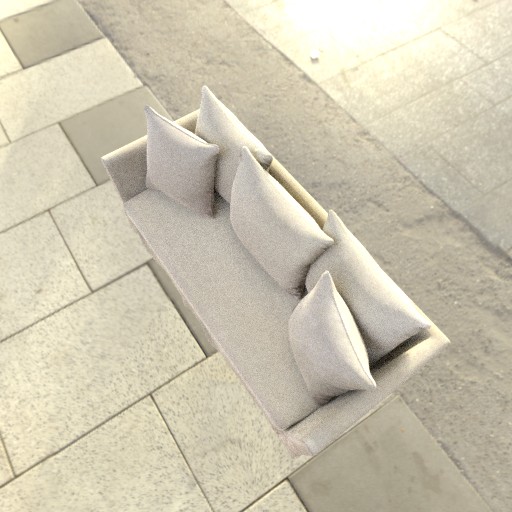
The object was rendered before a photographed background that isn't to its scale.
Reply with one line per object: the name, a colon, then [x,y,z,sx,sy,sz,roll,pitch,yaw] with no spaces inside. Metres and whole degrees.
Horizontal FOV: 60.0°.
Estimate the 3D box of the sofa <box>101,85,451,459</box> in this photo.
sofa: [0.000,0.000,2.885,1.031,1.034,2.290,-32,66,-16]
